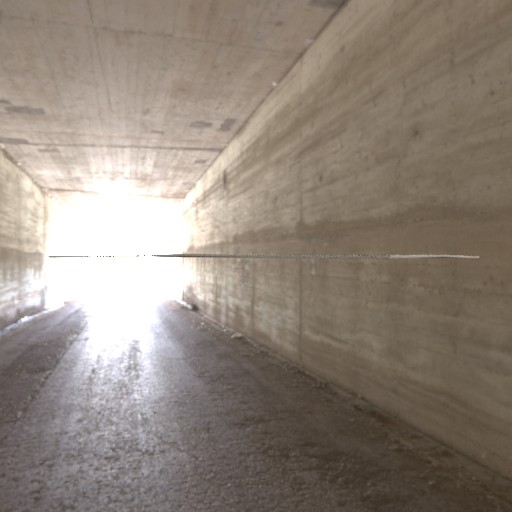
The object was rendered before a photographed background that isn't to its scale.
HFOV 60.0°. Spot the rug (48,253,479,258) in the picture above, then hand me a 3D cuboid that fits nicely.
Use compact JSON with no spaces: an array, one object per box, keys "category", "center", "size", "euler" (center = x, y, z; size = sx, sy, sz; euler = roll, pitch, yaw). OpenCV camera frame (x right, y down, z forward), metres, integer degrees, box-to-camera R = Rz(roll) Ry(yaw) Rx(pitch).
[{"category":"rug","center":[0.000,0.000,2.151],"size":[1.773,0.021,1.149],"euler":[0,0,38]}]
